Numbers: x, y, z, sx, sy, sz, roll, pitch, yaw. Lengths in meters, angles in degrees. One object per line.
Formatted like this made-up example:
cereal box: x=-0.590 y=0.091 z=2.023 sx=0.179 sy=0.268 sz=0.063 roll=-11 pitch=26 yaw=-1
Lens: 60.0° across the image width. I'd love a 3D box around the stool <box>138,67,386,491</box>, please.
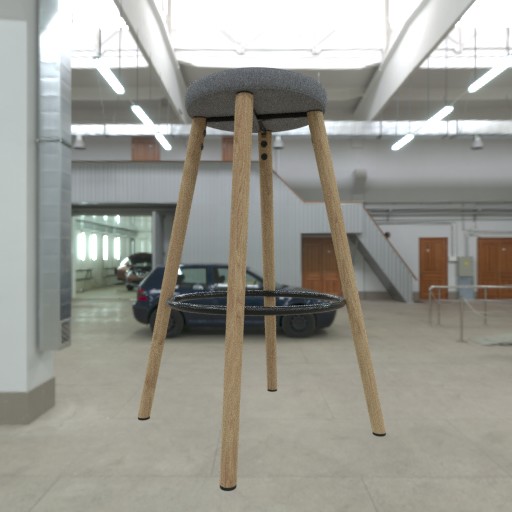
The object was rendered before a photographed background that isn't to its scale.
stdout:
stool: x=0.000 y=0.000 z=1.005 sx=0.410 sy=0.770 sz=0.410 roll=0 pitch=0 yaw=-35
